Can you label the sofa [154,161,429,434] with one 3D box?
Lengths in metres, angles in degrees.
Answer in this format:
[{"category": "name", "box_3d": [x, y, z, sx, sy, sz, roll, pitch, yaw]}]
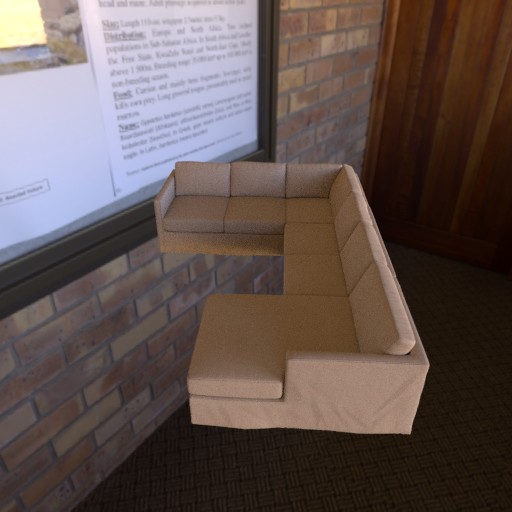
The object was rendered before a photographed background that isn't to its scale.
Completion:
[{"category": "sofa", "box_3d": [0.000, 0.000, 4.466, 2.427, 0.882, 3.460, 2, 31, 3]}]
